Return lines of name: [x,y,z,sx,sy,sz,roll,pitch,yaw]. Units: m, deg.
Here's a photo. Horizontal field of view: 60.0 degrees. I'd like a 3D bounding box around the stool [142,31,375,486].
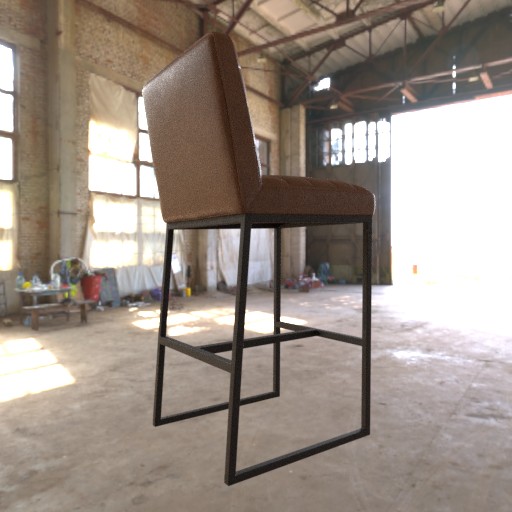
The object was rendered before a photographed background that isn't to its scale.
stool: [0.000,0.000,1.315,0.556,1.040,0.458,0,1,-36]
